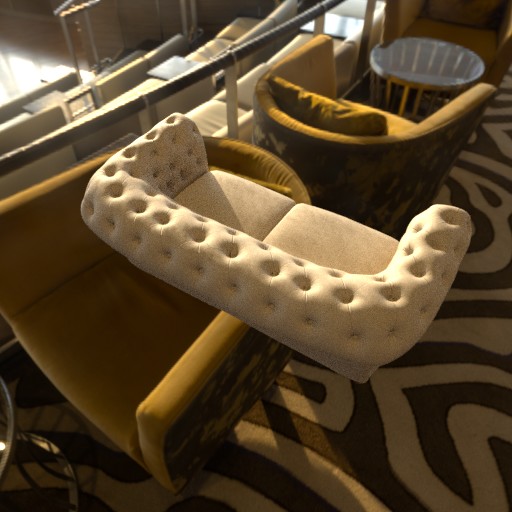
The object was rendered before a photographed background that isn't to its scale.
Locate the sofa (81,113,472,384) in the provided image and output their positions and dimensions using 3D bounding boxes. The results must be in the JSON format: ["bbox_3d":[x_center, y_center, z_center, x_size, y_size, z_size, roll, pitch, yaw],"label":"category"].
[{"bbox_3d":[0.000,0.000,2.525,1.988,0.835,1.069,24,51,22],"label":"sofa"}]
